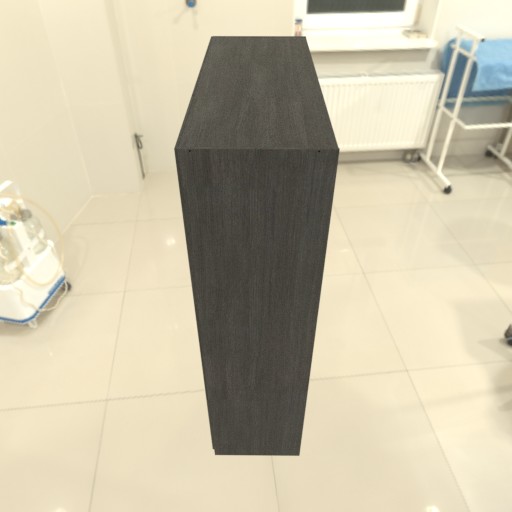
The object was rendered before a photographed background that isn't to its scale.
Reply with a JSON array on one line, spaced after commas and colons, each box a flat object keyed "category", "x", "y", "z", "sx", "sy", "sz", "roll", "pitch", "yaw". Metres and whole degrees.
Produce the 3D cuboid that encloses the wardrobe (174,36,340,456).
[{"category": "wardrobe", "x": 0.000, "y": 0.000, "z": 2.430, "sx": 0.510, "sy": 1.910, "sz": 1.290, "roll": 0, "pitch": 40, "yaw": 0}]
